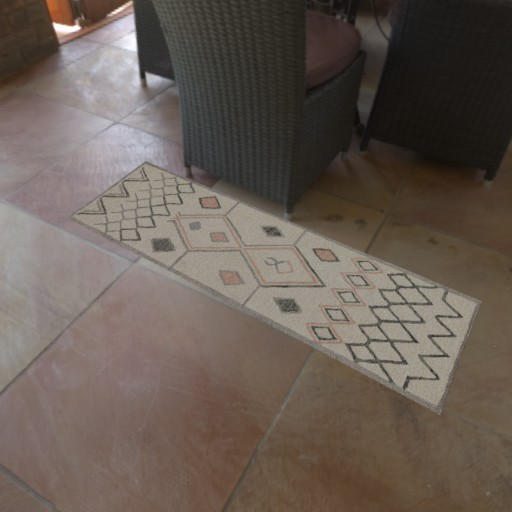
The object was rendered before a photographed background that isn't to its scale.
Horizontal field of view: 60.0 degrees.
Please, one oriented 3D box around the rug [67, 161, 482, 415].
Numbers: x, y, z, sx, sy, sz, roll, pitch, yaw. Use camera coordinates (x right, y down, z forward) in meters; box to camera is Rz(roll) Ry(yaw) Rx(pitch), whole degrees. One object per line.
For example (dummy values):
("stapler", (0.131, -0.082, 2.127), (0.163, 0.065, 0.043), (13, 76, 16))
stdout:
("rug", (0.000, 0.000, 2.636), (2.435, 0.011, 0.750), (25, 51, 22))
